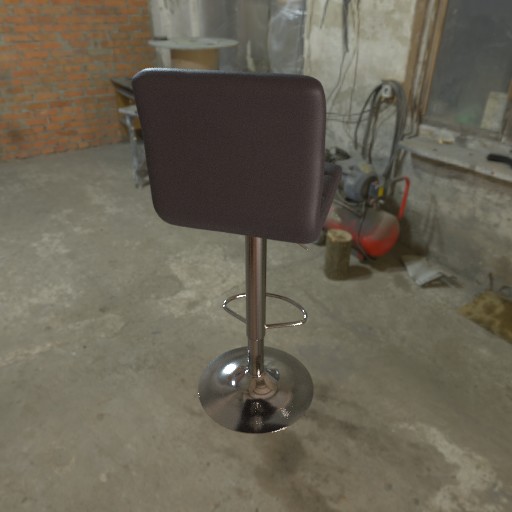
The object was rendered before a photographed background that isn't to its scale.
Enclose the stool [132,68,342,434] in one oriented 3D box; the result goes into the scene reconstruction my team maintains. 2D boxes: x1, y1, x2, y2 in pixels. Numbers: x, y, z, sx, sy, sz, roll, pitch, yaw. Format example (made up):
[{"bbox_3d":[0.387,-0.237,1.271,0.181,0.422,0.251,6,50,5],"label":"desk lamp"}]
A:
[{"bbox_3d":[0.000,0.000,1.358,0.430,1.115,0.505,9,32,15],"label":"stool"}]
